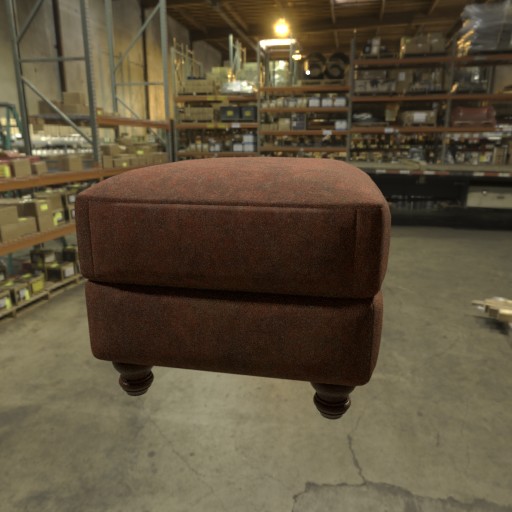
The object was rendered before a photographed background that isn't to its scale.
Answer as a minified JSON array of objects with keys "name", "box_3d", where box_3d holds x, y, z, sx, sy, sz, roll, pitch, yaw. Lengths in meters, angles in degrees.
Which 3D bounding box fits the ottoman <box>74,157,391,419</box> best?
[{"name":"ottoman","box_3d":[0.000,0.000,1.178,0.635,0.508,0.787,3,15,11]}]
